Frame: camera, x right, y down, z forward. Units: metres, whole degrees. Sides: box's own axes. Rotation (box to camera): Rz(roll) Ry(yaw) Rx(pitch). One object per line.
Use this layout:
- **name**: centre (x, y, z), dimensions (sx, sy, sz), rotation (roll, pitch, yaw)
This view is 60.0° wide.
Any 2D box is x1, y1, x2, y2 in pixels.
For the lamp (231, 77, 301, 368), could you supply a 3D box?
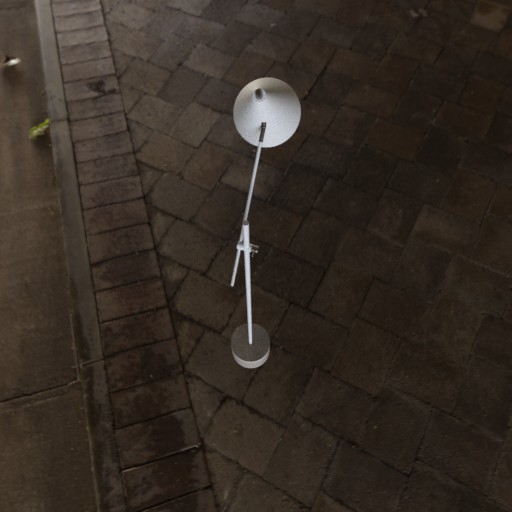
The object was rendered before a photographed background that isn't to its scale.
- **lamp**: centre (0.000, 0.000, 1.619), dimensions (0.223, 1.430, 0.508), rotation (14, 65, 7)
